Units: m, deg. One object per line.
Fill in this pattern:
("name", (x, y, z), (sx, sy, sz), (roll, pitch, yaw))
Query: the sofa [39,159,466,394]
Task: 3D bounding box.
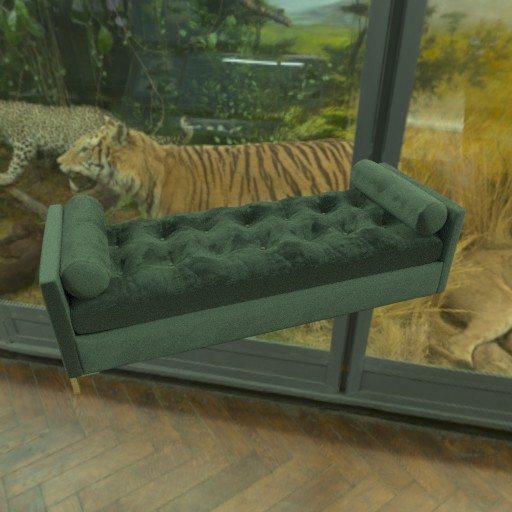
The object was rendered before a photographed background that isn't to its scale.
("sofa", (0.000, 0.000, 2.491), (2.102, 0.705, 0.796), (-10, 33, -16))
